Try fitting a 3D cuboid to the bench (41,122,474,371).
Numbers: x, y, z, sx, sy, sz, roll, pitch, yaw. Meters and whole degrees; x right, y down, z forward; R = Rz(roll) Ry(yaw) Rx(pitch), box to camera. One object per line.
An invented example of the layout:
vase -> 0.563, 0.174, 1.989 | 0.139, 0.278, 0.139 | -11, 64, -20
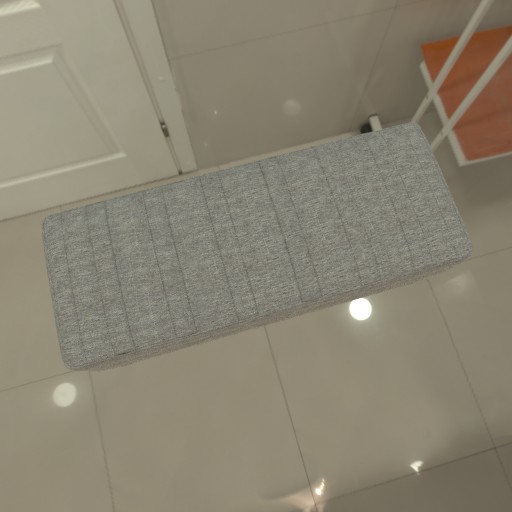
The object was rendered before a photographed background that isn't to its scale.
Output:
bench -> 0.000, 0.000, 1.349 | 1.100, 0.470, 0.429 | -15, 75, -4
